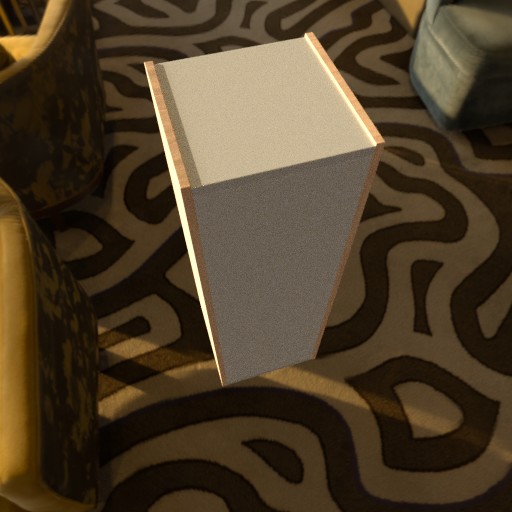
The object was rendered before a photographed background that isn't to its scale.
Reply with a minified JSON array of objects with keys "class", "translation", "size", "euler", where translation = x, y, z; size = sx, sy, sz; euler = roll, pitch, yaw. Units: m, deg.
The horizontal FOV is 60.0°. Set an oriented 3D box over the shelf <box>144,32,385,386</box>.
[{"class":"shelf","translation":[0.000,0.000,1.065],"size":[0.300,0.900,0.290],"euler":[-15,59,-9]}]
